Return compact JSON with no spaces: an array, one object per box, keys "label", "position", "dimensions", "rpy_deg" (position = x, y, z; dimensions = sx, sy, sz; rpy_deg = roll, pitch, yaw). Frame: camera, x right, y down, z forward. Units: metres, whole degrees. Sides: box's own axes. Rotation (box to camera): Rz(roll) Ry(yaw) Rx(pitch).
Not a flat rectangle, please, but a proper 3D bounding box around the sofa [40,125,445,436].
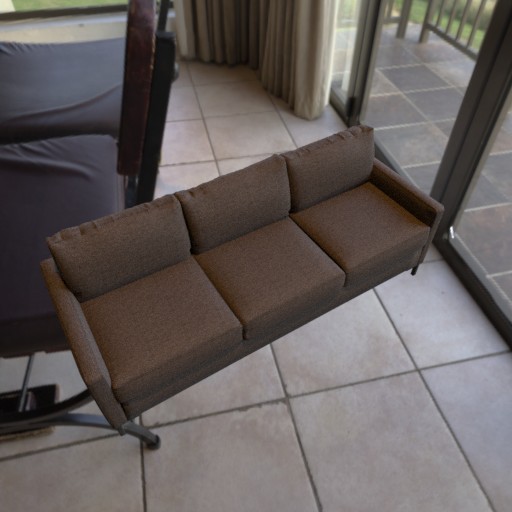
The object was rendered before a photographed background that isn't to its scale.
[{"label":"sofa","position":[0.000,0.000,2.669],"dimensions":[2.253,0.882,0.876],"rpy_deg":[-24,51,-21]}]
